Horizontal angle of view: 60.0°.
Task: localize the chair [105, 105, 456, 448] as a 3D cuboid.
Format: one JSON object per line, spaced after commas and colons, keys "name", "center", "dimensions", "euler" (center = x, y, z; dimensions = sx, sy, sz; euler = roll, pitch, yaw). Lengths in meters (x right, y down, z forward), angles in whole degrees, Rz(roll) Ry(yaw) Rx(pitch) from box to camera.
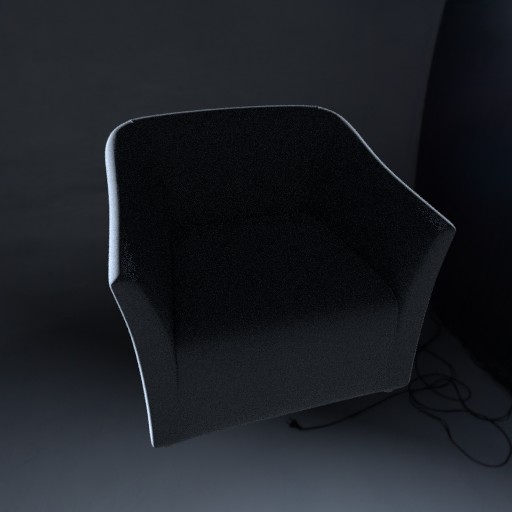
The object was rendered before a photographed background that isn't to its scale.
{"name": "chair", "center": [0.000, 0.000, 1.331], "dimensions": [0.790, 0.720, 0.700], "euler": [-9, 33, -14]}
